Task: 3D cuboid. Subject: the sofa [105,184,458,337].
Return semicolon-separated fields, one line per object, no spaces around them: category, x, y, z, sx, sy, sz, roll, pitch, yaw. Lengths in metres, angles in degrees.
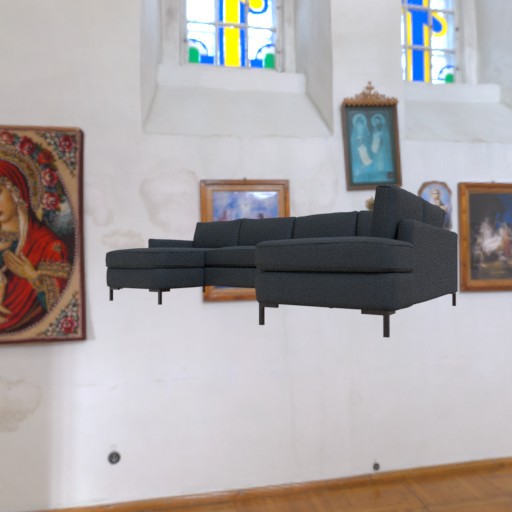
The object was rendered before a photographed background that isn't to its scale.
sofa;0.000;0.000;3.823;2.975;0.858;1.984;0;-1;34
